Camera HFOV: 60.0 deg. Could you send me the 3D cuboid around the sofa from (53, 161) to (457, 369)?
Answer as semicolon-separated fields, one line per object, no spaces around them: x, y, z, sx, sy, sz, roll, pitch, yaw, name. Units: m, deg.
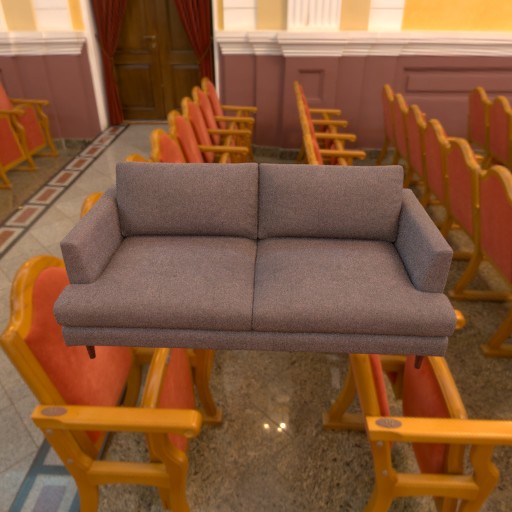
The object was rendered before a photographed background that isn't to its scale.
0.000;0.000;2.530;1.948;0.868;1.020;1;30;2;sofa
